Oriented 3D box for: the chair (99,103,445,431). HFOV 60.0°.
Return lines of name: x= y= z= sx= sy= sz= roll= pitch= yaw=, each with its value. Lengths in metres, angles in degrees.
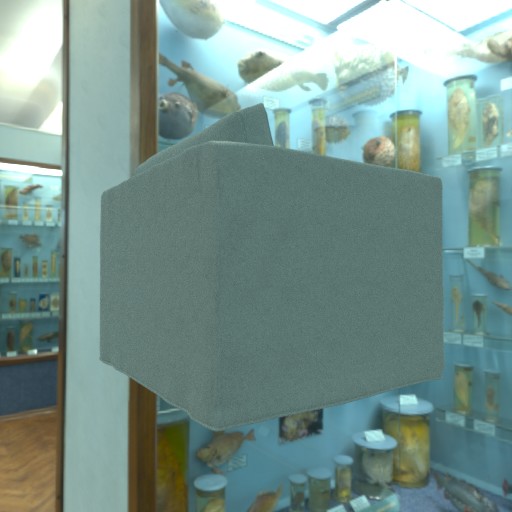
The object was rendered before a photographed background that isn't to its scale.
chair: x=0.000 y=0.000 z=1.726 sx=0.949 sy=0.863 sz=1.057 roll=1 pitch=-1 yaw=-34
